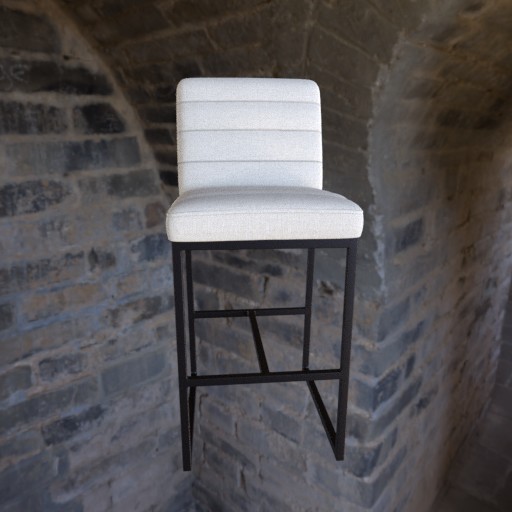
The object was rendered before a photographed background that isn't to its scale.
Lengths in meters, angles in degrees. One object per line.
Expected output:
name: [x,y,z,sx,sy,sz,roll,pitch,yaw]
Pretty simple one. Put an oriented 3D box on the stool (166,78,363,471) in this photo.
stool: [0.000,0.000,1.309,0.460,1.040,0.560,-1,15,-5]
